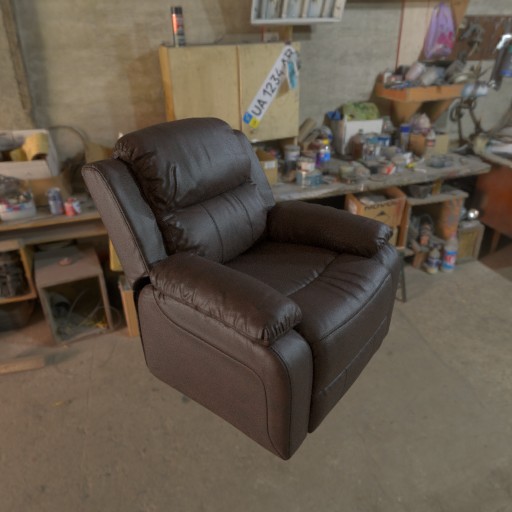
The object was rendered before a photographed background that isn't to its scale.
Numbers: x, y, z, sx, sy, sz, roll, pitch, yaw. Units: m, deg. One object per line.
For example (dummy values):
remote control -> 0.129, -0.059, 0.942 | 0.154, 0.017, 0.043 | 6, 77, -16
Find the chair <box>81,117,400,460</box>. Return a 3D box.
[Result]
chair -> 0.000, 0.000, 1.281 | 0.707, 0.702, 0.680 | 18, 32, 32
